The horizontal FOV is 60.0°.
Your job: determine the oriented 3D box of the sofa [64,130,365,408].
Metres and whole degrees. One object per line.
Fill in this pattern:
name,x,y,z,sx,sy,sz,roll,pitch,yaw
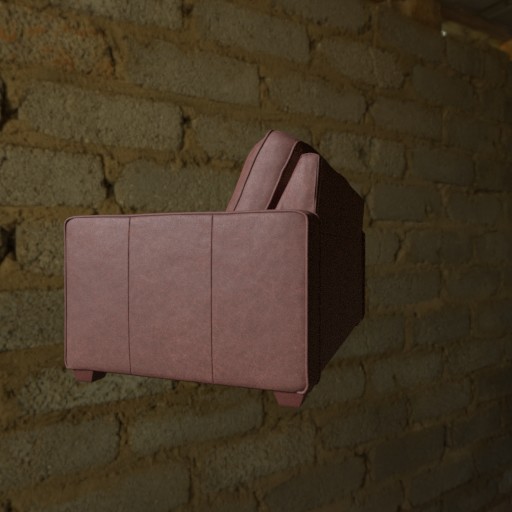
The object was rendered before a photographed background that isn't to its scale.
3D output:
sofa,0.000,0.000,2.266,0.947,0.918,1.709,0,1,19
